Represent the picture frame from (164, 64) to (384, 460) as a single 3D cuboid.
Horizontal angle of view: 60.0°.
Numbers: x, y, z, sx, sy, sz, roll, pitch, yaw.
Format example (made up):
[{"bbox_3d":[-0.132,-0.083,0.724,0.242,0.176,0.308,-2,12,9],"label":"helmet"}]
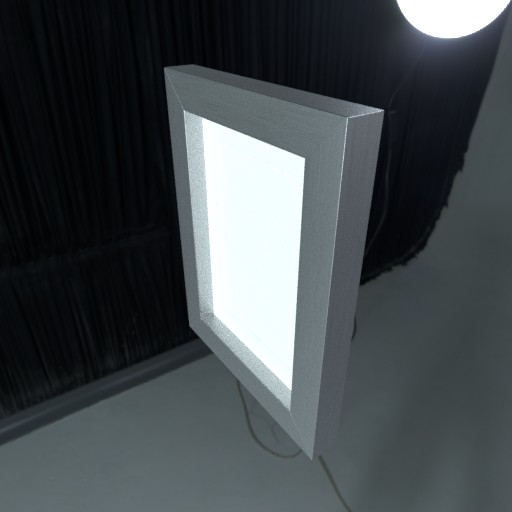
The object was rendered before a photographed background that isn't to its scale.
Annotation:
[{"bbox_3d":[0.000,0.000,0.282,0.028,0.208,0.157,-20,36,-30],"label":"picture frame"}]
